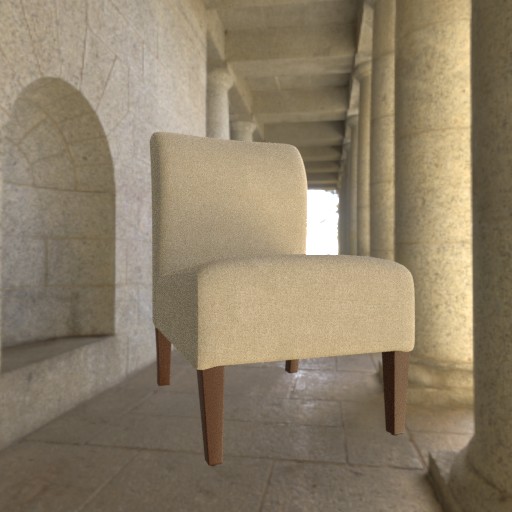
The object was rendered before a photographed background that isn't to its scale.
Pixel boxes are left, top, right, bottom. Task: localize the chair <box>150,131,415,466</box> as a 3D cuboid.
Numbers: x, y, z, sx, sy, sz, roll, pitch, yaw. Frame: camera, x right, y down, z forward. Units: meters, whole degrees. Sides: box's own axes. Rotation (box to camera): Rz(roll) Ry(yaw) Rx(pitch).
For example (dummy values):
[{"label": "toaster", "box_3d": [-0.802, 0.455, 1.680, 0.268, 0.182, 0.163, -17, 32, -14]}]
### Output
[{"label": "chair", "box_3d": [0.000, 0.000, 1.267, 0.521, 0.833, 0.754, 0, -1, -20]}]
